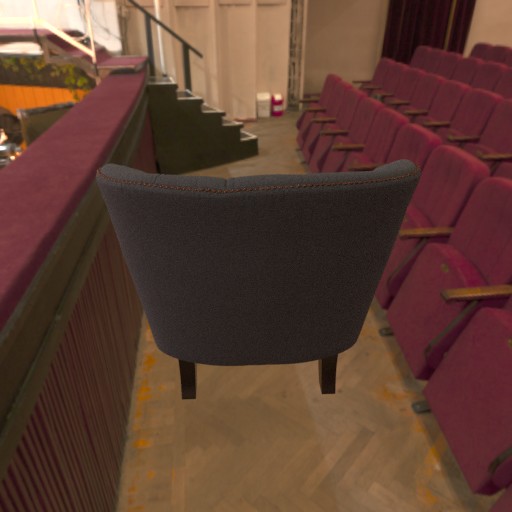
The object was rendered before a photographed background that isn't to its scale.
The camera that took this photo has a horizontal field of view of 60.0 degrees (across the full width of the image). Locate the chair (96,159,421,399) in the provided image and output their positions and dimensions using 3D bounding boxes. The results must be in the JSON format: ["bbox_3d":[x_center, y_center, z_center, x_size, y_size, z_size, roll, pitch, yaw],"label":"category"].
[{"bbox_3d":[0.000,0.000,1.536,0.848,0.868,0.906,-1,29,-2],"label":"chair"}]
